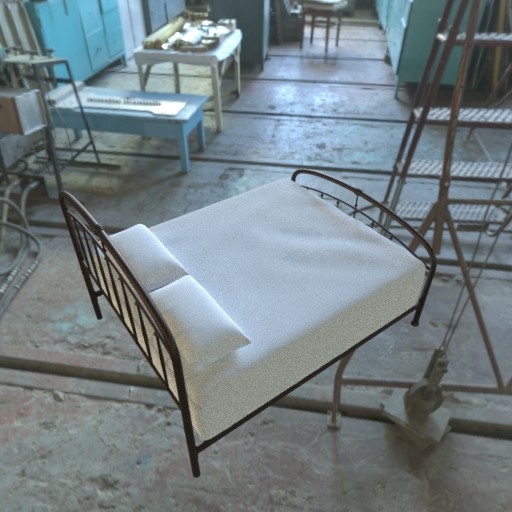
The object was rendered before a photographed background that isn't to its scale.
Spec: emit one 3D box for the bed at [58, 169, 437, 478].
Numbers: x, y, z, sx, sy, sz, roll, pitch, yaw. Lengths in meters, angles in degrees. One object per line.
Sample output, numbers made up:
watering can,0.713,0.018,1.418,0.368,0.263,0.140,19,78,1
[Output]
bed,0.000,0.000,3.329,2.180,1.425,1.711,-25,45,-27
